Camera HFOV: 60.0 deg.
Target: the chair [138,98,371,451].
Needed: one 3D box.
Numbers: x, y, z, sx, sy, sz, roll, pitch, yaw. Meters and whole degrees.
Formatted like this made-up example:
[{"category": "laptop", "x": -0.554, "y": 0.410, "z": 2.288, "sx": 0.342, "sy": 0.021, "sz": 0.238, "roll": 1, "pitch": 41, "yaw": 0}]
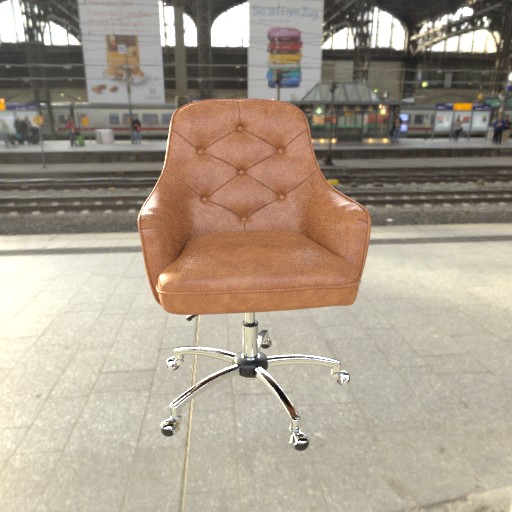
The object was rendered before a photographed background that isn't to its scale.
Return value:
[{"category": "chair", "x": 0.000, "y": 0.000, "z": 1.311, "sx": 0.628, "sy": 0.909, "sz": 0.615, "roll": -2, "pitch": 17, "yaw": -8}]
